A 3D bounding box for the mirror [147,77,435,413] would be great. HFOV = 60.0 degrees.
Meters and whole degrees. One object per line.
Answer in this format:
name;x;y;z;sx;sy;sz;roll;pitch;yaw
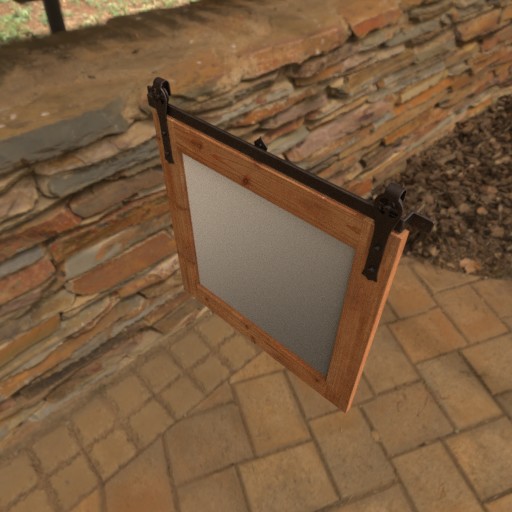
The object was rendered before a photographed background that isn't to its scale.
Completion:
mirror;0.000;0.000;1.200;0.805;0.800;0.054;33;54;28
